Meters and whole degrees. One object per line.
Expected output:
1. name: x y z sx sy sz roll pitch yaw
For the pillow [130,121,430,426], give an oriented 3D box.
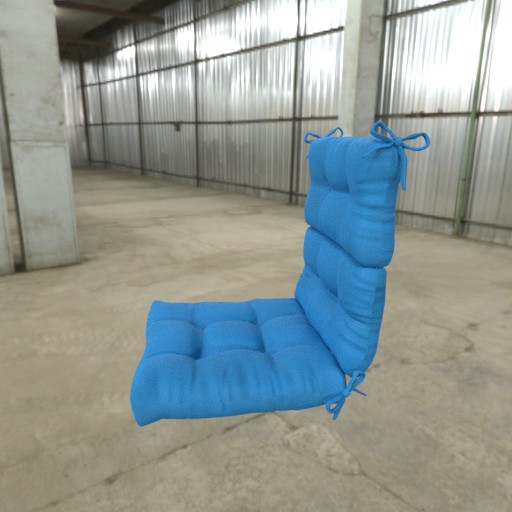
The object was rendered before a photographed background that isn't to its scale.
1. pillow: 0.000 0.000 1.057 0.571 0.605 0.519 -2 15 -8
